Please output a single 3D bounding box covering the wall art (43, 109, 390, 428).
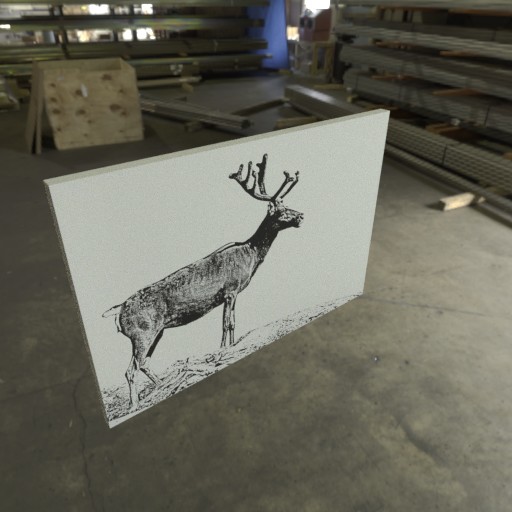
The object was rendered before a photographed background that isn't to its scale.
[{"bbox_3d":[0.000,0.000,1.150,0.906,0.617,0.033,-21,37,-32],"label":"wall art"}]
